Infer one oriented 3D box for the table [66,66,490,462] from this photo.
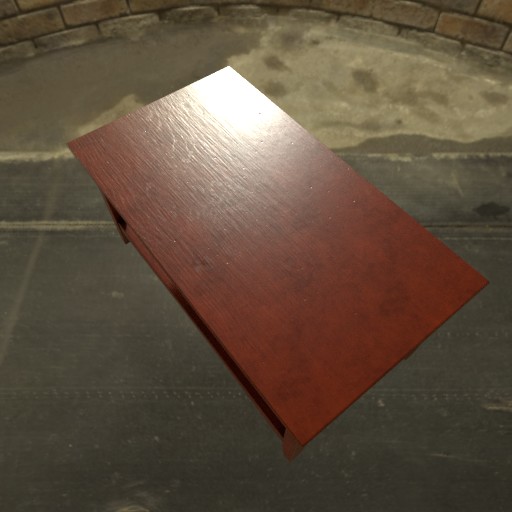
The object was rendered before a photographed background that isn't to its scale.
[{"bbox_3d":[0.000,0.000,1.246,0.533,0.456,0.943,-34,64,-19],"label":"table"}]
